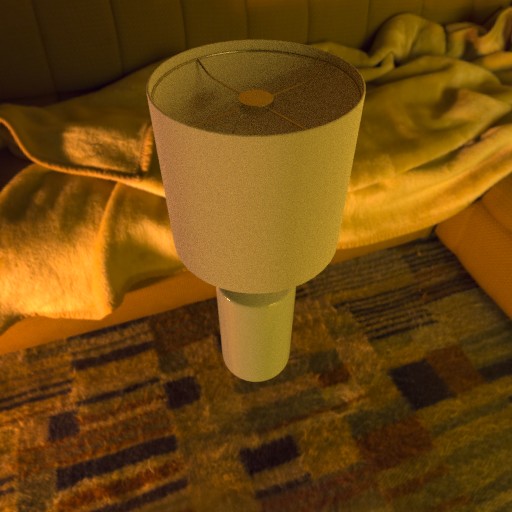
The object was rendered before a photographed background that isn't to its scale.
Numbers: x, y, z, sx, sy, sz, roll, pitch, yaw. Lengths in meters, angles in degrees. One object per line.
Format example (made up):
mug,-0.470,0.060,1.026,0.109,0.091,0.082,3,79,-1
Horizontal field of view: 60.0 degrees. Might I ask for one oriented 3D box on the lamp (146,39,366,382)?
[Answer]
lamp,0.000,0.000,0.609,0.212,0.493,0.212,-31,53,-27
